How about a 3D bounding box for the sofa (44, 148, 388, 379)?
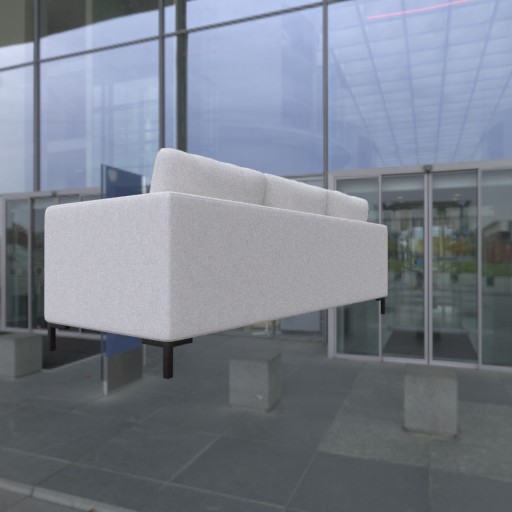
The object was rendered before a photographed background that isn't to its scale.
[{"bbox_3d":[0.000,0.000,2.695,0.859,0.874,2.218,0,0,36],"label":"sofa"}]
